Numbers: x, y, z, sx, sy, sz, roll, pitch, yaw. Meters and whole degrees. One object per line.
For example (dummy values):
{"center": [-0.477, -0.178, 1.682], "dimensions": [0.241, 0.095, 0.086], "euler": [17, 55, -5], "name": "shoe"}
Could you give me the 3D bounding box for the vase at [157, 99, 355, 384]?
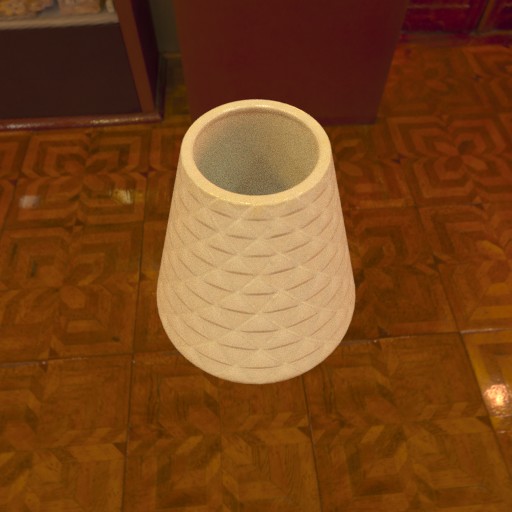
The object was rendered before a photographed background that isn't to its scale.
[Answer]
{"center": [0.000, 0.000, 0.354], "dimensions": [0.175, 0.230, 0.175], "euler": [0, 56, 0], "name": "vase"}
